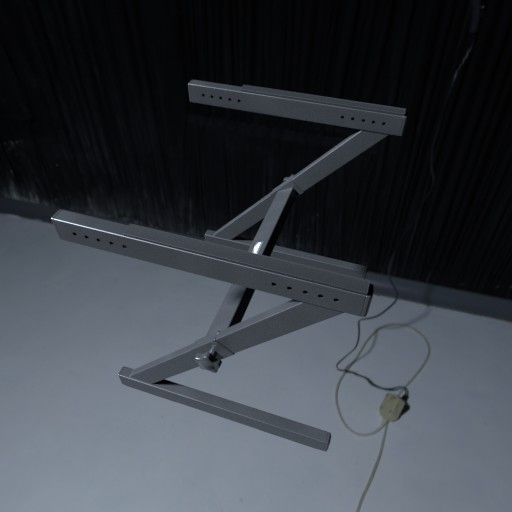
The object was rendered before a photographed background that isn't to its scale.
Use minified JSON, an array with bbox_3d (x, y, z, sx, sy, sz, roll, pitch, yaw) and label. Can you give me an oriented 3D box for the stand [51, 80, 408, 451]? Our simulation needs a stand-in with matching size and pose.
[{"bbox_3d":[0.000,0.000,1.164,0.586,0.617,0.700,13,47,13],"label":"stand"}]
